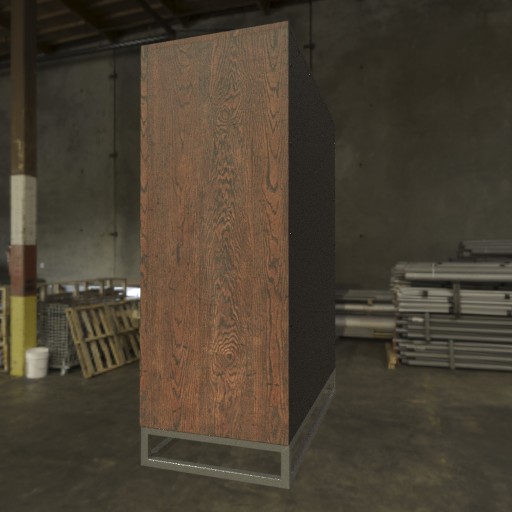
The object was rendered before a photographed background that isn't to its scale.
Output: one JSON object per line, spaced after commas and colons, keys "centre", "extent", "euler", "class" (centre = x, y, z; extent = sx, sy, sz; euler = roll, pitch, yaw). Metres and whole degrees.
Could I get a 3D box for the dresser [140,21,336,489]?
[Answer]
{"centre": [0.000, 0.000, 1.784], "extent": [0.508, 1.321, 0.965], "euler": [0, -1, 18], "class": "dresser"}
